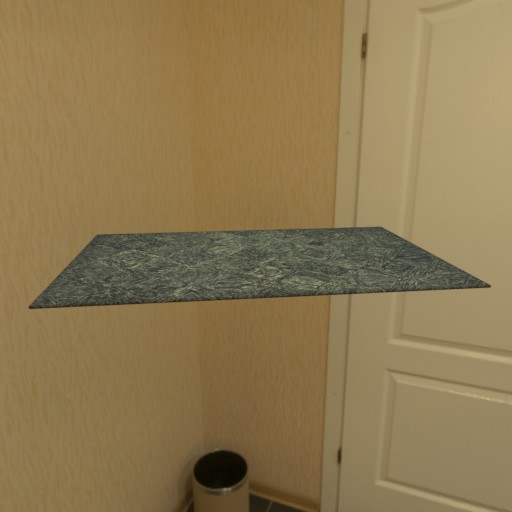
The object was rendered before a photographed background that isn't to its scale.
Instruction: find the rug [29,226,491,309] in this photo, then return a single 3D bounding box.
[{"bbox_3d":[0.000,0.000,2.913,2.330,0.017,1.478,-2,16,-7],"label":"rug"}]
